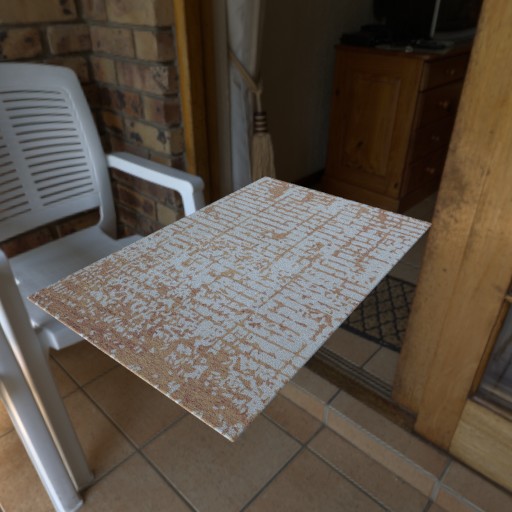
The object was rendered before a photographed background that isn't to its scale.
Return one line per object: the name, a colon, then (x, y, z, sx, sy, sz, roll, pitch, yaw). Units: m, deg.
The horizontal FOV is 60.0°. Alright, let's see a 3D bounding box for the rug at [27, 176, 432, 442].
rug: (0.000, 0.000, 2.310, 1.219, 0.011, 1.829, 22, 38, 31)
